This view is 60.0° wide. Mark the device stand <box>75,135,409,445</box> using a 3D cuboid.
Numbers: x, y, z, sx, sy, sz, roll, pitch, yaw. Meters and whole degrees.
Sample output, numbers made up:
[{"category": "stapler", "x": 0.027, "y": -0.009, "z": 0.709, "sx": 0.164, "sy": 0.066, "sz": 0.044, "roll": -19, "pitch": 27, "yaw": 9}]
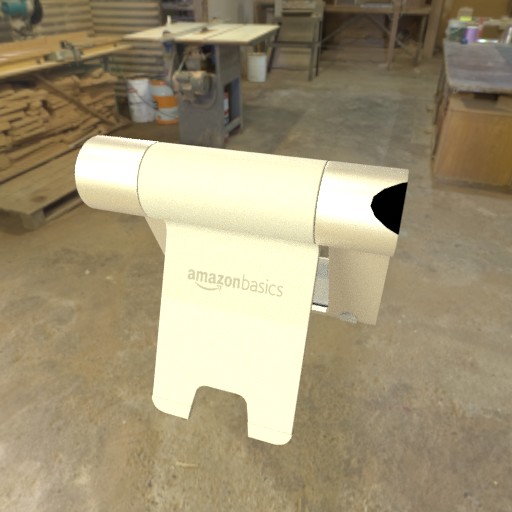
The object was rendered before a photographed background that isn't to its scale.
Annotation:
[{"category": "device stand", "x": 0.000, "y": 0.000, "z": 0.150, "sx": 0.086, "sy": 0.084, "sz": 0.079, "roll": 10, "pitch": 34, "yaw": 15}]
